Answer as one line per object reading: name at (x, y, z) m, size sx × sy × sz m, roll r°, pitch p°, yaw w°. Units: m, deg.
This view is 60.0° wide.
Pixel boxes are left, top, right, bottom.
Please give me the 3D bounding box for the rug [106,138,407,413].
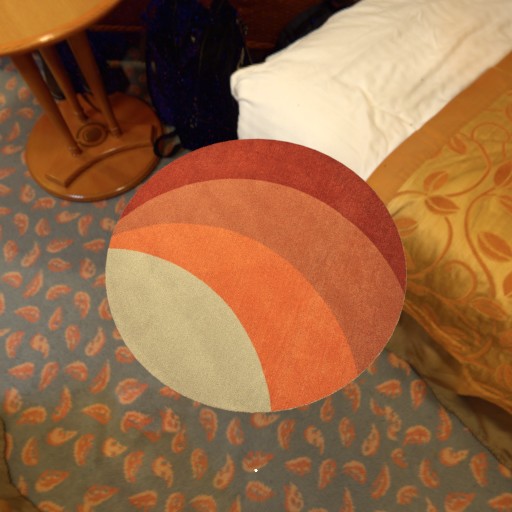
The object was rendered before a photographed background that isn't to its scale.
rug at (0.000, 0.000, 2.253) m, size 1.514 × 0.015 × 1.514 m, roll 0°, pitch 64°, yaw 0°
